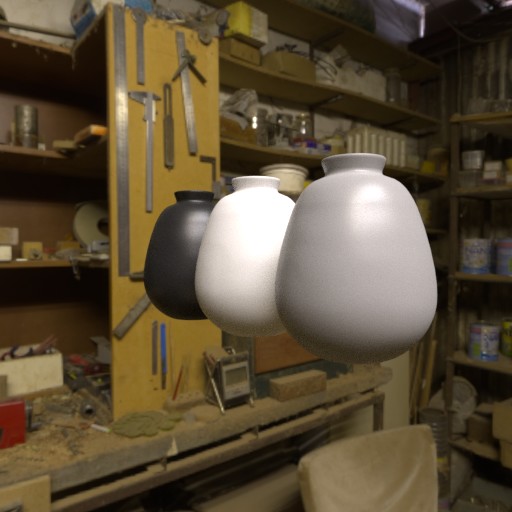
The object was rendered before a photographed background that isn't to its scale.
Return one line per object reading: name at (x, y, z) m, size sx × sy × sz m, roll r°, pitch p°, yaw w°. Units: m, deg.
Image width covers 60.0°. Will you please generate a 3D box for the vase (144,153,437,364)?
vase at (0.000, 0.000, 0.356) m, size 0.097 × 0.122 × 0.297 m, roll -1°, pitch 1°, yaw -37°
